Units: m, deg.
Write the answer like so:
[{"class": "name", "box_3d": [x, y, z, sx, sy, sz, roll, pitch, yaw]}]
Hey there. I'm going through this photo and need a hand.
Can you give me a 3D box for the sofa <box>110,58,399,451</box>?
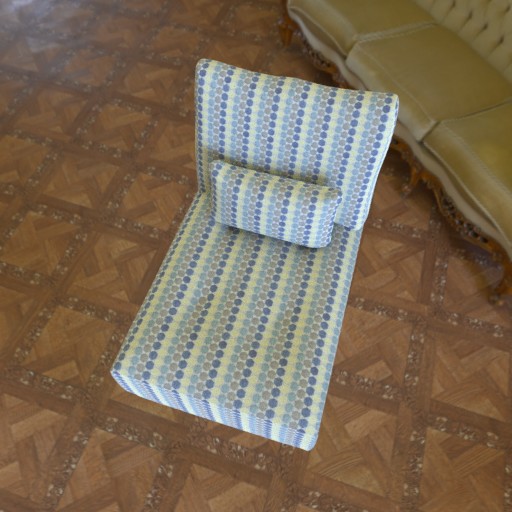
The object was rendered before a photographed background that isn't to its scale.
[{"class": "sofa", "box_3d": [0.000, 0.000, 1.542, 0.700, 0.820, 1.000, 15, 59, 9]}]
